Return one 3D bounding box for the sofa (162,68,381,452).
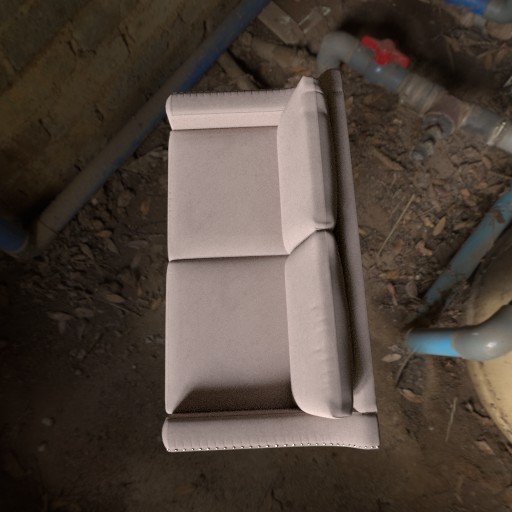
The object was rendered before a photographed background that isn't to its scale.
[{"bbox_3d":[0.000,0.000,2.489,1.030,0.901,1.967,-2,75,-1],"label":"sofa"}]
